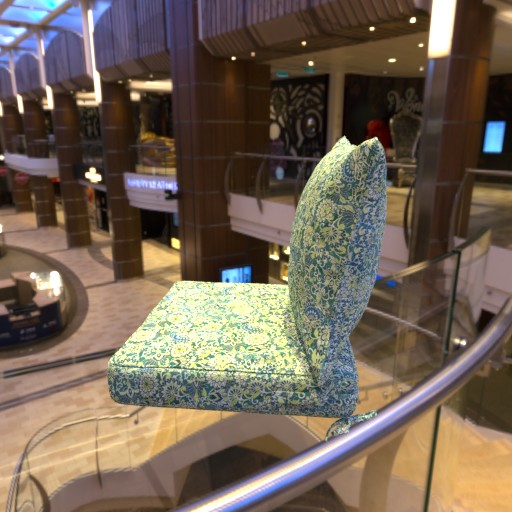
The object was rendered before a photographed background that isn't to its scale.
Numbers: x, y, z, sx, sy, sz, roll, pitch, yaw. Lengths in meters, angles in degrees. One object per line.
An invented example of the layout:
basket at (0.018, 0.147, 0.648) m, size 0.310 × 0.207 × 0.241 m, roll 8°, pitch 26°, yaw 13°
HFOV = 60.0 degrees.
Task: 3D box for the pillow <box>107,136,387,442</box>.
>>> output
pillow at (0.000, 0.000, 1.378) m, size 0.740 × 0.722 × 0.798 m, roll 2°, pitch 16°, yaw 6°
